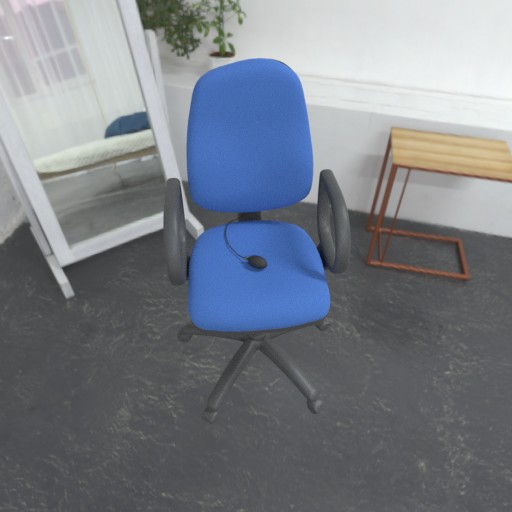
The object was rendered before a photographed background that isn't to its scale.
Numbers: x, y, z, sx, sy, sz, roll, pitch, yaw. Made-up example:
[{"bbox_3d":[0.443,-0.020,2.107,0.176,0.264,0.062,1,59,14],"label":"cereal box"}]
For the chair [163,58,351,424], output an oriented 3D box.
[{"bbox_3d":[0.000,0.000,1.243,0.552,0.905,0.549,-4,45,-4],"label":"chair"}]
